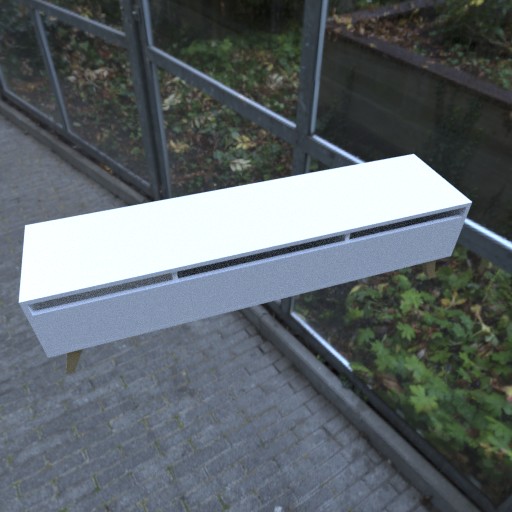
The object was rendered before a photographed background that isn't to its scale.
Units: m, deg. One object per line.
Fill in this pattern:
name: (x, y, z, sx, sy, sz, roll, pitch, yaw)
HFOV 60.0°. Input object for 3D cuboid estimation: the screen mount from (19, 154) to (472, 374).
screen mount: (0.000, 0.000, 1.817, 1.644, 0.432, 0.399, -13, 43, -14)
